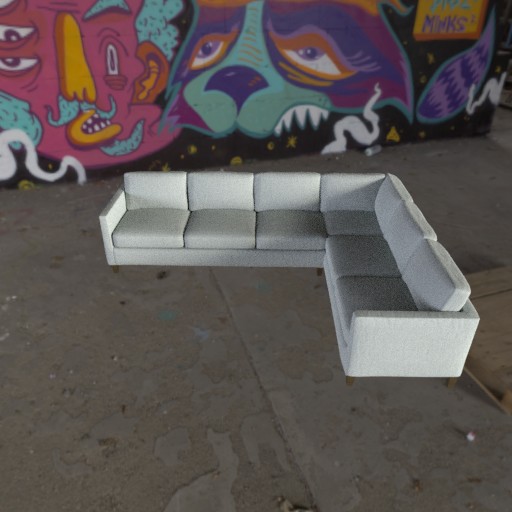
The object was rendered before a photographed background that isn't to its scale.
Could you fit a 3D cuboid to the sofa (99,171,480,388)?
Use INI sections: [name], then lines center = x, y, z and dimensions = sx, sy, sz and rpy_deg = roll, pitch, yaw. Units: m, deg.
[sofa]
center = 0.000, 0.000, 4.392
dimensions = 3.333, 0.934, 2.522
rpy_deg = 1, 32, 1
